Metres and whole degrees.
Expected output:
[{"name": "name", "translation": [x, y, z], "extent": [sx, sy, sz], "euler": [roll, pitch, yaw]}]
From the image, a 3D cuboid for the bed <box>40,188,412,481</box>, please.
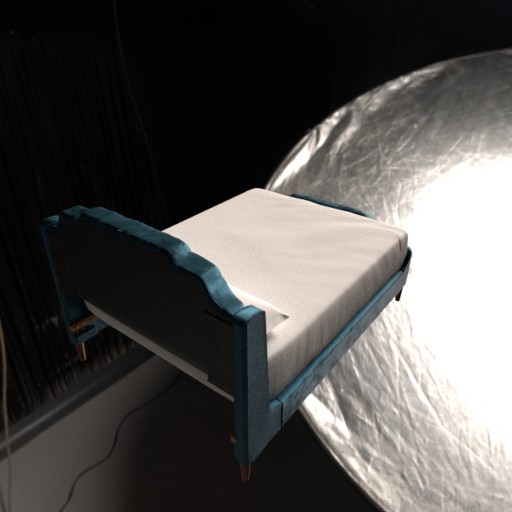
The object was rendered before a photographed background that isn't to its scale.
[{"name": "bed", "translation": [0.000, 0.000, 3.359], "extent": [1.678, 1.338, 2.322], "euler": [21, 36, 32]}]
